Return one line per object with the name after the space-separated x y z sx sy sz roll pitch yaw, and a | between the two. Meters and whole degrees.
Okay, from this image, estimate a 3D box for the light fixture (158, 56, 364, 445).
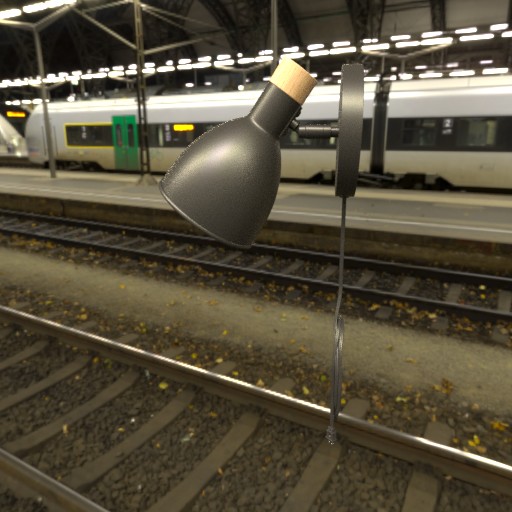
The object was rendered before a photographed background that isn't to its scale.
0.000 0.000 0.484 0.203 0.401 0.127 2 15 9 | light fixture
